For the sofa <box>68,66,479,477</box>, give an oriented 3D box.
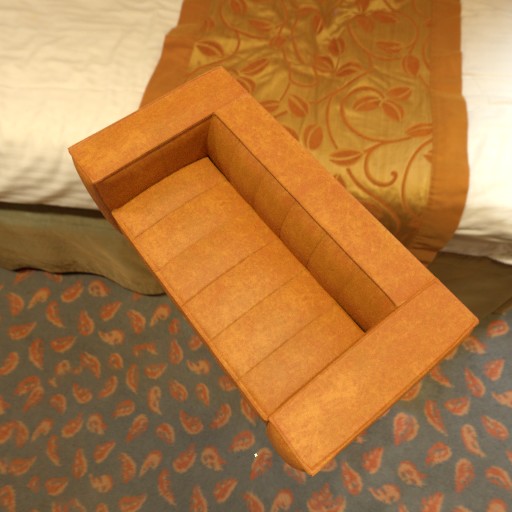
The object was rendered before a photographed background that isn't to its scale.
[{"bbox_3d":[0.000,0.000,2.534,1.102,0.703,2.088,-35,71,-15],"label":"sofa"}]
